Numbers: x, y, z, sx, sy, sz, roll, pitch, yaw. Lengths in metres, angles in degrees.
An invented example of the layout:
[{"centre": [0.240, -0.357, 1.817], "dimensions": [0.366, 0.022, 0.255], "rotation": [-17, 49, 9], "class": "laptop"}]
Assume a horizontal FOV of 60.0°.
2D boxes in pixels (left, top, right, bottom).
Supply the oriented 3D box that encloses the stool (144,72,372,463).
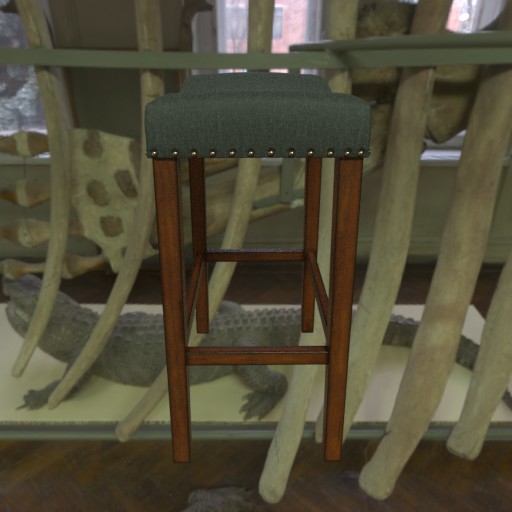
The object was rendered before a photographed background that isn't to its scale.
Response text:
[{"centre": [0.000, 0.000, 1.024], "dimensions": [0.366, 0.760, 0.502], "rotation": [0, 26, -1], "class": "stool"}]
